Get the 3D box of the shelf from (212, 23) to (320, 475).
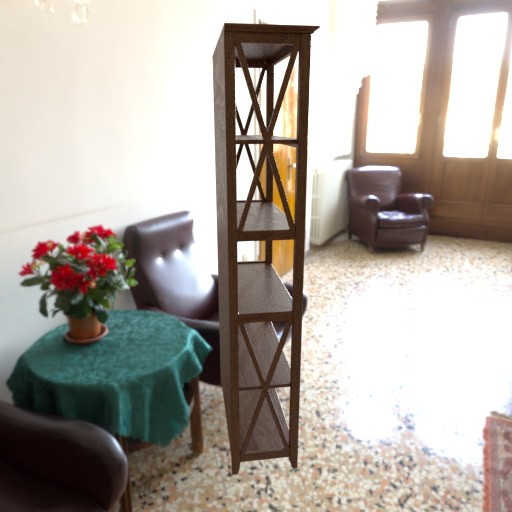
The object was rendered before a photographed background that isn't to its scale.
[{"bbox_3d":[0.000,0.000,2.181,0.335,1.905,0.805,-2,17,-8],"label":"shelf"}]
